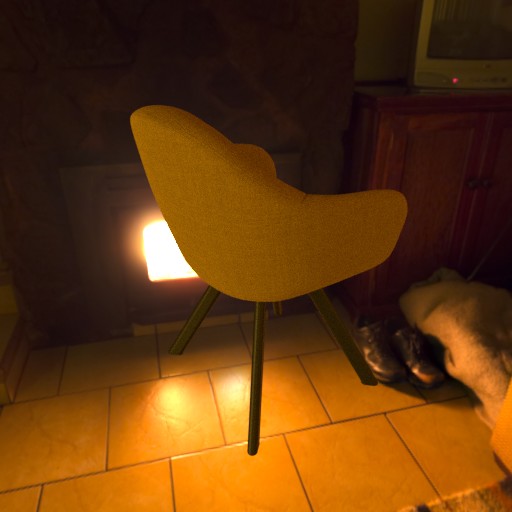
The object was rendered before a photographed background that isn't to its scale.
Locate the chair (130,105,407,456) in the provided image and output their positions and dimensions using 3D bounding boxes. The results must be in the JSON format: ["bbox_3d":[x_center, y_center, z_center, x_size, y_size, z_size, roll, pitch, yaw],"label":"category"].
[{"bbox_3d":[0.000,0.000,1.179,0.550,0.795,0.590,-17,31,-30],"label":"chair"}]
